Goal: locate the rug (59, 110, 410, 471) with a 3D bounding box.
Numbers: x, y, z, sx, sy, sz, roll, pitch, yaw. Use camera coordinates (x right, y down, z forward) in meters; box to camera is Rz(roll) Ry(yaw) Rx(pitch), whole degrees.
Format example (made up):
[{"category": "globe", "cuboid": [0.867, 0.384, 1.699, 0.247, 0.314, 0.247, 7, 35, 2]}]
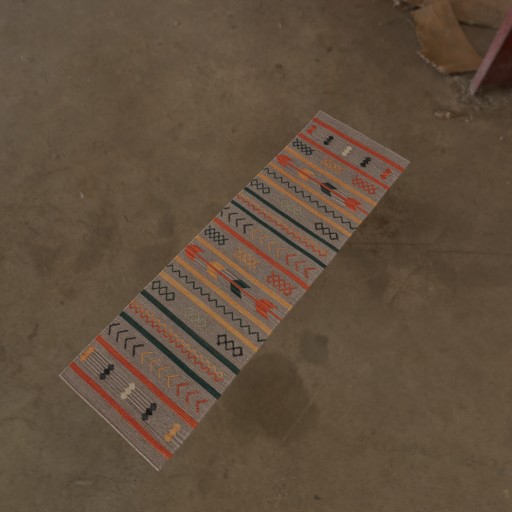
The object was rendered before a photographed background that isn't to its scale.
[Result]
[{"category": "rug", "cuboid": [0.000, 0.000, 2.671, 0.744, 0.022, 2.419, 36, 69, 16]}]
